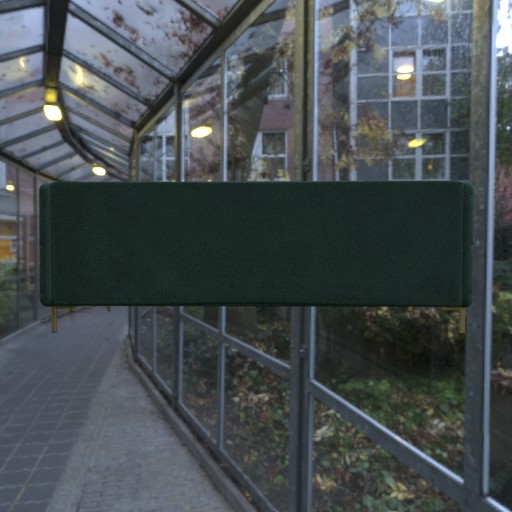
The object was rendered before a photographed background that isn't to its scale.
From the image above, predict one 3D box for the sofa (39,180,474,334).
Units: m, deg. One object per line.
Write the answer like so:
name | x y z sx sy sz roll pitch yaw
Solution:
sofa | 0.000 0.000 2.634 2.209 0.771 0.895 0 1 1
